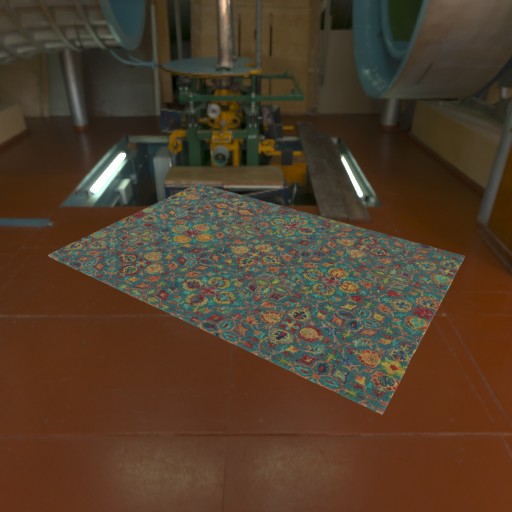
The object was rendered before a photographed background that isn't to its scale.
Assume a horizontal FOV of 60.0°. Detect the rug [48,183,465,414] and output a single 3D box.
[{"bbox_3d":[0.000,0.000,2.919,2.290,0.016,1.527,19,36,29],"label":"rug"}]
